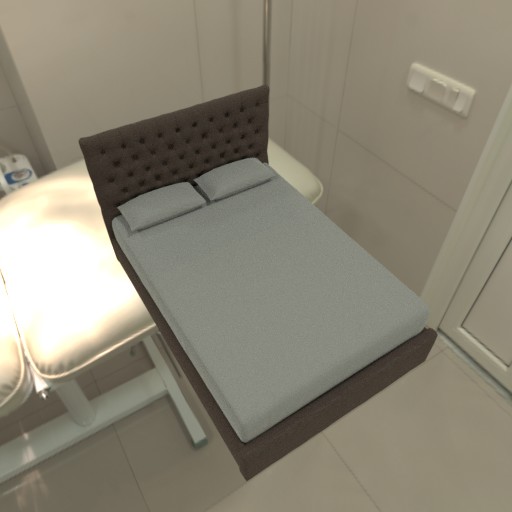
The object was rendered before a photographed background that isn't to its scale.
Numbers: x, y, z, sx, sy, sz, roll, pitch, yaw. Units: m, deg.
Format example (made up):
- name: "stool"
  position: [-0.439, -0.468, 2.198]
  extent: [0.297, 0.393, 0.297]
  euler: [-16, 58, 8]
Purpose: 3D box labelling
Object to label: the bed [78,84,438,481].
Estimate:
- name: "bed"
  position: [0.000, 0.000, 3.439]
  extent: [1.698, 1.427, 2.387]
  euler: [-25, 51, -22]
